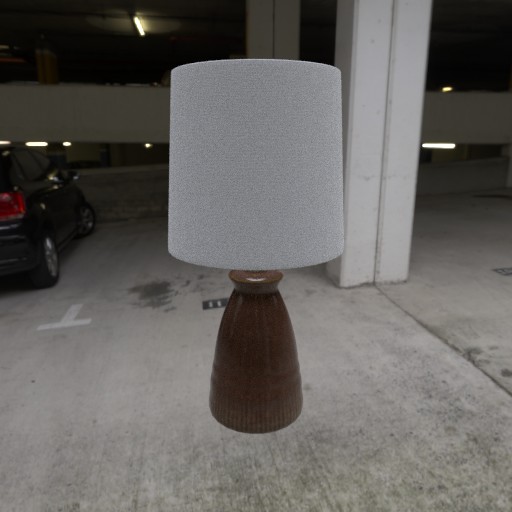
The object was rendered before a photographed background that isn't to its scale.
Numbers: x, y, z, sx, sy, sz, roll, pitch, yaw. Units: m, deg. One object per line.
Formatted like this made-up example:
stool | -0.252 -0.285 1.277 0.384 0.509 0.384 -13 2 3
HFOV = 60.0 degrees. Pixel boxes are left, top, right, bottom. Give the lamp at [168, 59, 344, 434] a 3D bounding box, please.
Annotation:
lamp | 0.000 0.000 0.482 0.186 0.369 0.186 0 15 0
